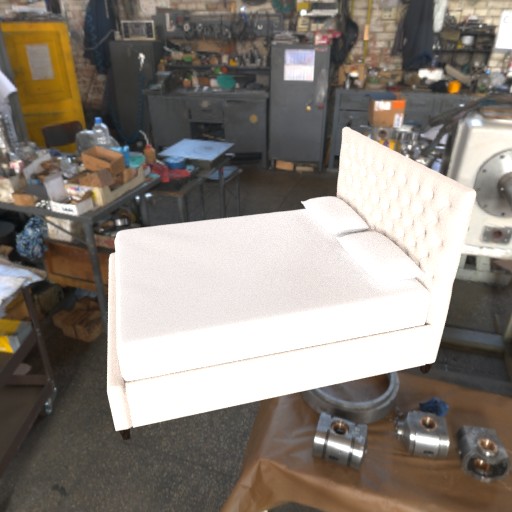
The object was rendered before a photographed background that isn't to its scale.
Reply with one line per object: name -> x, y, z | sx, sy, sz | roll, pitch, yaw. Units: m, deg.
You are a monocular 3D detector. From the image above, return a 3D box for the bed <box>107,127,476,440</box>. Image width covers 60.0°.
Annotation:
bed -> 0.000, 0.000, 3.343 | 2.233, 1.426, 1.696 | -8, 30, -14
